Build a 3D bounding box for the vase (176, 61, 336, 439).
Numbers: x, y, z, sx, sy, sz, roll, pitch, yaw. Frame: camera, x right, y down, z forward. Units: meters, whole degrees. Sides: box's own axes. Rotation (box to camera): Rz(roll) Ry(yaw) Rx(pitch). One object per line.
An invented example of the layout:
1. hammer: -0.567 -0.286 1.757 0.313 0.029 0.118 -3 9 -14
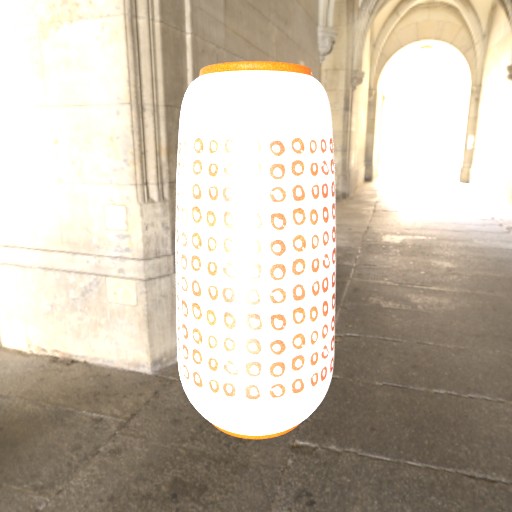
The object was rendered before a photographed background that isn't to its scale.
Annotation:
1. vase: 0.000 0.000 0.361 0.133 0.282 0.133 0 15 0
